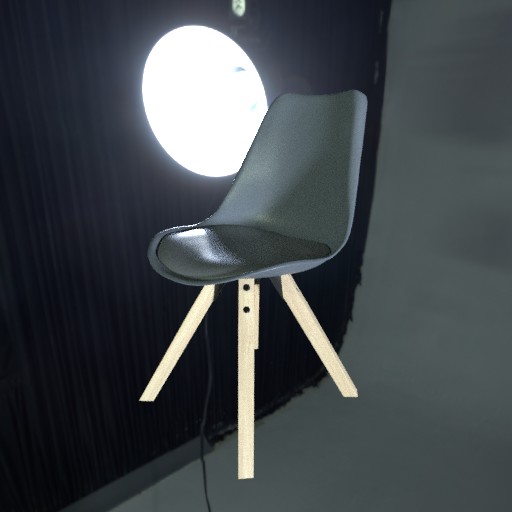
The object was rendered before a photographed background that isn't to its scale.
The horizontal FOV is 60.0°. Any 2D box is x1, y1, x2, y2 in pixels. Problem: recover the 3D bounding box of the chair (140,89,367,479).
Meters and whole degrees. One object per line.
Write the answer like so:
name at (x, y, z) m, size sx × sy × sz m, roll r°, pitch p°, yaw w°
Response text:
chair at (0.000, 0.000, 1.188) m, size 0.485 × 0.850 × 0.550 m, roll 16°, pitch 23°, yaw 42°
